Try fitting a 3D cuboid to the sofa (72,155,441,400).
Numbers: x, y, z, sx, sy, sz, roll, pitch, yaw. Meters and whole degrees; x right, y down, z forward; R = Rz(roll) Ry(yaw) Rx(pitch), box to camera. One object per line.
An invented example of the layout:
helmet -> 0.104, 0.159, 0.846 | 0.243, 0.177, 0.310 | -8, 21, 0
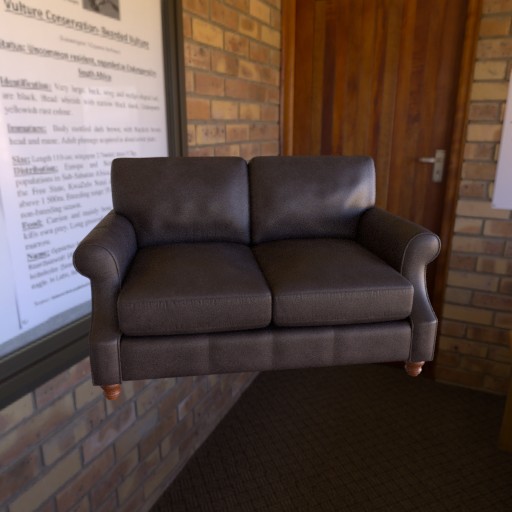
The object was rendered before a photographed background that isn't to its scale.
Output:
sofa -> 0.000, 0.000, 2.324 | 1.663, 0.979, 1.030 | -2, 16, -8
